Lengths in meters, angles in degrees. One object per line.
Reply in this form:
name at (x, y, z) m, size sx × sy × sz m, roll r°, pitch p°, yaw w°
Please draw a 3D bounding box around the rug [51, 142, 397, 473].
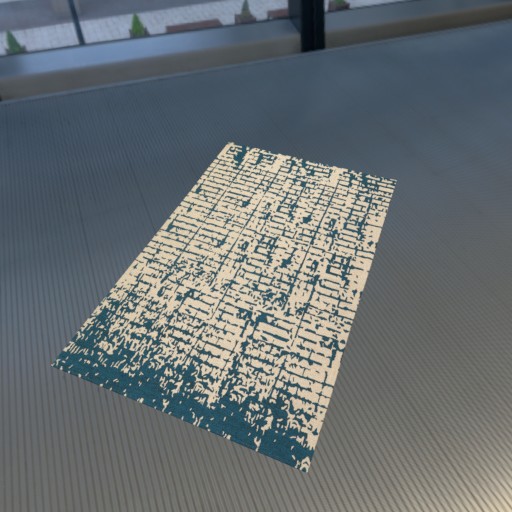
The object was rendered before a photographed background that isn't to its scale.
rug at (0.000, 0.000, 3.077) m, size 1.517 × 0.011 × 2.435 m, roll 17°, pitch 49°, yaw 15°
